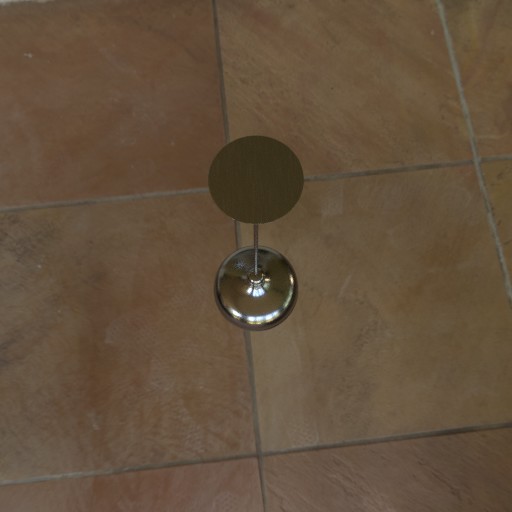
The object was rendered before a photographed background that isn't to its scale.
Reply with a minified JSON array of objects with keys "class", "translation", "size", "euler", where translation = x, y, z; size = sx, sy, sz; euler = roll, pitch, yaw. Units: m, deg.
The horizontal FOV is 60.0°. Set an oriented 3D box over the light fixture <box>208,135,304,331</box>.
[{"class":"light fixture","translation":[0.000,0.000,1.111],"size":[0.299,0.935,0.299],"euler":[-3,76,-1]}]
